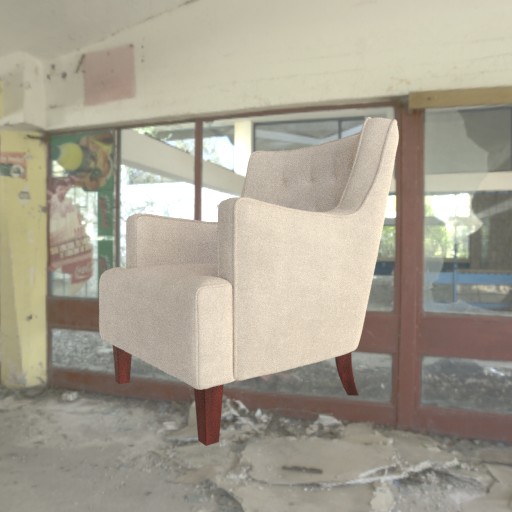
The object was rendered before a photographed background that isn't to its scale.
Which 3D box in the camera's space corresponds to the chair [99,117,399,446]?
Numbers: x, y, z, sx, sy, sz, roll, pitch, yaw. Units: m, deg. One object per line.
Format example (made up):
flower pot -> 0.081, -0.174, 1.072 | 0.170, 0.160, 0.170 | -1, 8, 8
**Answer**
chair -> 0.000, 0.000, 1.579 | 0.910, 0.920, 0.781 | -1, 1, -36
